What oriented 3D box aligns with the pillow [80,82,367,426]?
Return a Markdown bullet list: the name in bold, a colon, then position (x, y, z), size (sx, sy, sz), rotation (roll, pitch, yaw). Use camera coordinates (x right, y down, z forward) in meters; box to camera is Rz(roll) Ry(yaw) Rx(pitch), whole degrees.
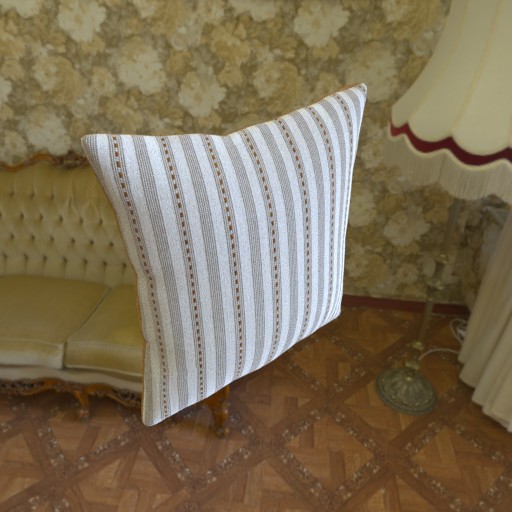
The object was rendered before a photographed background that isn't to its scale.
- **pillow**: position (0.000, 0.000, 0.652), size (0.432, 0.437, 0.147), rotation (-23, 38, -34)
